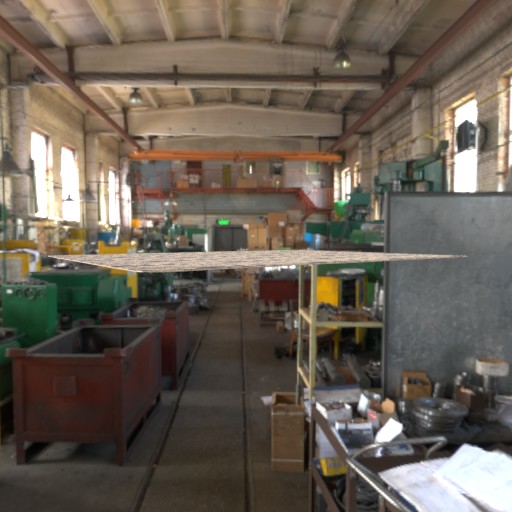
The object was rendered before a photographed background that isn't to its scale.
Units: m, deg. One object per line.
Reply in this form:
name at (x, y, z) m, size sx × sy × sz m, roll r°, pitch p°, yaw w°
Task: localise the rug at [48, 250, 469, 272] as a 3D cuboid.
rug at (0.000, 0.000, 4.215) m, size 3.205 × 0.015 × 2.437 m, roll -2°, pitch 3°, yaw -36°
